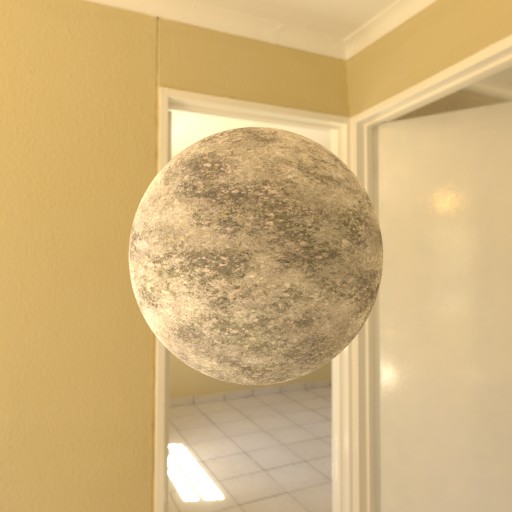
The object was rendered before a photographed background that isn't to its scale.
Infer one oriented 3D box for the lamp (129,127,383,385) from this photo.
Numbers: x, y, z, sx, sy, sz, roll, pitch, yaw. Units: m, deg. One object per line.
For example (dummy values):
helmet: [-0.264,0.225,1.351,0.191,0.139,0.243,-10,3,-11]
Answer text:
lamp: [0.000,0.000,0.764,0.422,0.429,0.422,0,-2,0]
